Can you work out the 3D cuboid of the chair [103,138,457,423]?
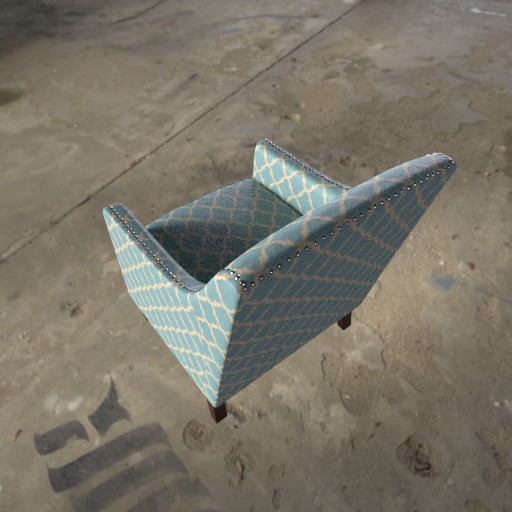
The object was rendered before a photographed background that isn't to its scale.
[{"bbox_3d":[0.000,0.000,1.315,0.617,0.817,0.686,-29,53,-25],"label":"chair"}]
